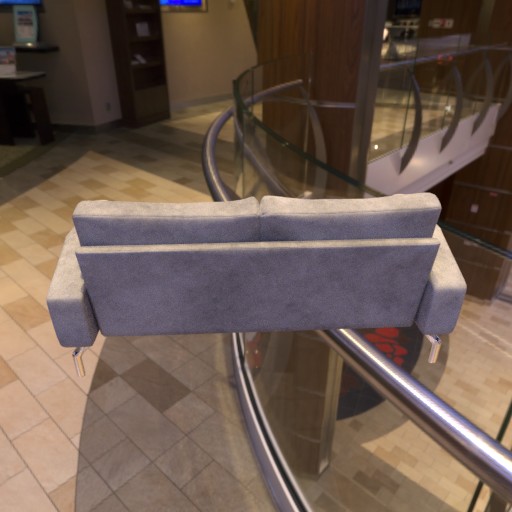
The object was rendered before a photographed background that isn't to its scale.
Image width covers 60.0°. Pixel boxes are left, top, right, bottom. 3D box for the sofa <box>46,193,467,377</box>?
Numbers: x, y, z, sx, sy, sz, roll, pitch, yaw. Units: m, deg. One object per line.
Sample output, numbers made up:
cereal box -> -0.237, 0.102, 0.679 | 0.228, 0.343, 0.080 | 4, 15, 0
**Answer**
sofa -> 0.000, 0.000, 2.303 | 1.837, 0.859, 0.849 | -2, 29, -3
